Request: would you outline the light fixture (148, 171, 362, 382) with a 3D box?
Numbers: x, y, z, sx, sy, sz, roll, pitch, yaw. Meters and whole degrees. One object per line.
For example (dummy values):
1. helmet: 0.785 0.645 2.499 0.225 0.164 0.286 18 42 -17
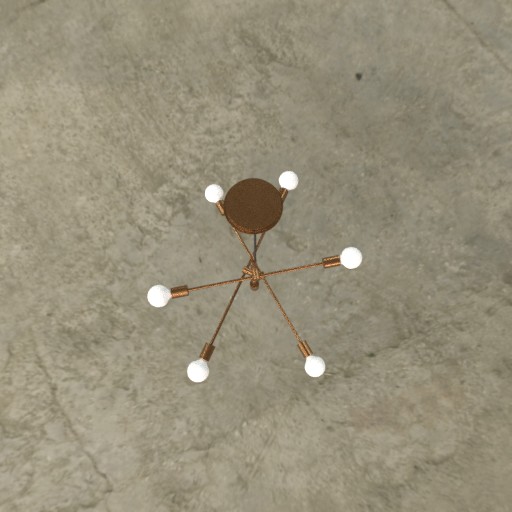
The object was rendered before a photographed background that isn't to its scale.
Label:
1. light fixture: 0.000 0.000 1.247 0.637 0.744 0.682 -1 75 0
